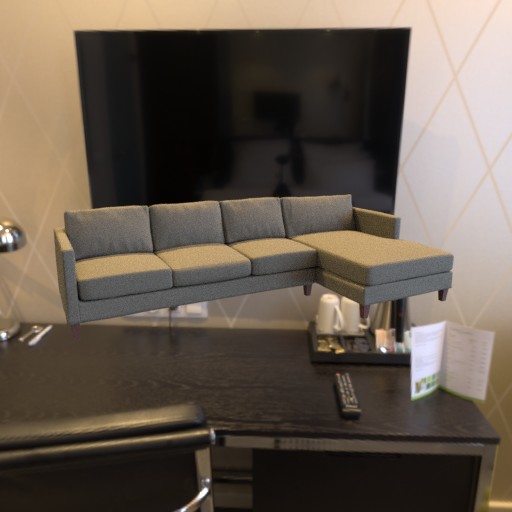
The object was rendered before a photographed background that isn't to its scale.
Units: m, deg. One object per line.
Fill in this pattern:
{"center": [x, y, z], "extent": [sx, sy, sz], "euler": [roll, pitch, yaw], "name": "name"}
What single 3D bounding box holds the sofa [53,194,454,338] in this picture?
{"center": [0.000, 0.000, 3.933], "extent": [3.186, 0.861, 1.625], "euler": [-7, 16, -26], "name": "sofa"}
